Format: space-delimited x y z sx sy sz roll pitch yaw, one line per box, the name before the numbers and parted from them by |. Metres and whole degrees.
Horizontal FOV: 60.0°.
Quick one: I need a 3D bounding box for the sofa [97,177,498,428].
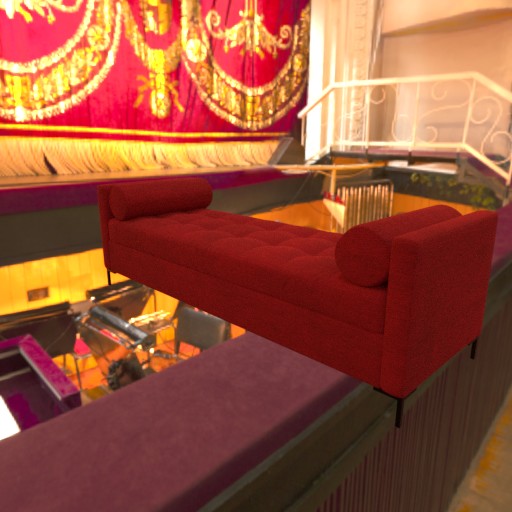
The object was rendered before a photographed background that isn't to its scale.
sofa | 0.000 0.000 2.231 0.686 0.635 1.981 -15 21 -43
